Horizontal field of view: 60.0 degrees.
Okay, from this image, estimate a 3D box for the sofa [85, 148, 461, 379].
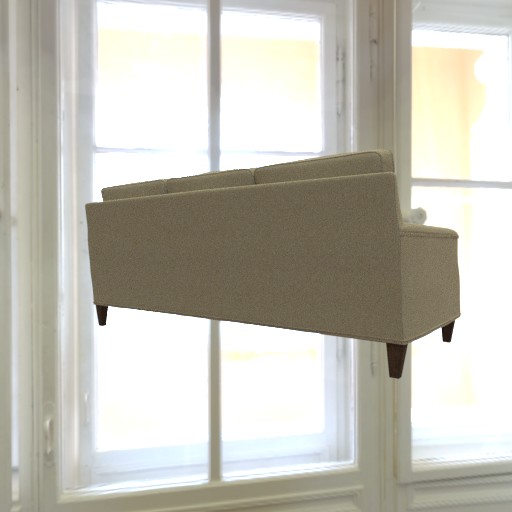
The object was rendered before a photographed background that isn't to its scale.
[{"bbox_3d":[0.000,0.000,2.843,2.246,1.003,1.084,1,1,36],"label":"sofa"}]
